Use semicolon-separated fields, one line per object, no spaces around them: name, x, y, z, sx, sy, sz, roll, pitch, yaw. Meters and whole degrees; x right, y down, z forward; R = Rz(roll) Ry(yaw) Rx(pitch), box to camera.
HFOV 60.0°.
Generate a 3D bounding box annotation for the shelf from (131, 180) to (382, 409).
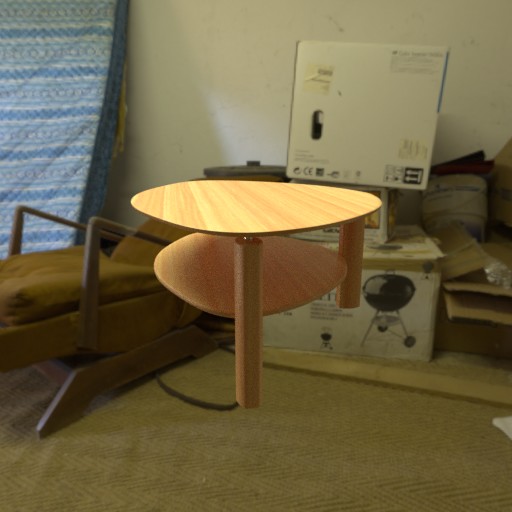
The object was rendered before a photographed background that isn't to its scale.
shelf;0.000;0.000;1.614;0.845;0.440;1.246;-3;15;-10
